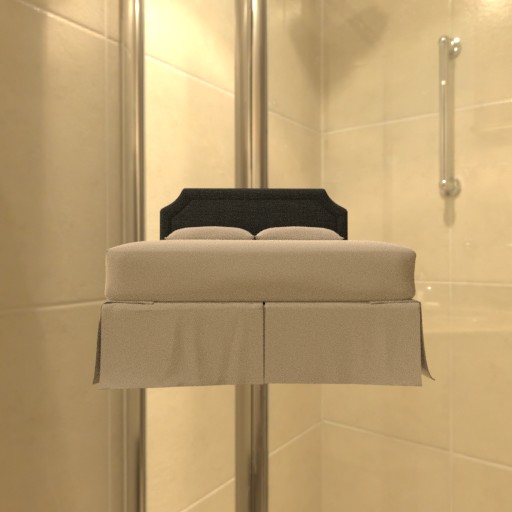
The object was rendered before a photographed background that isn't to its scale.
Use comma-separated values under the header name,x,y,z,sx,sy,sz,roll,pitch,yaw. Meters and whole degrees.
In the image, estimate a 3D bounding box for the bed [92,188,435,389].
name,x,y,z,sx,sy,sz,roll,pitch,yaw
bed,0.000,0.000,3.252,1.828,1.297,2.208,0,0,-1
